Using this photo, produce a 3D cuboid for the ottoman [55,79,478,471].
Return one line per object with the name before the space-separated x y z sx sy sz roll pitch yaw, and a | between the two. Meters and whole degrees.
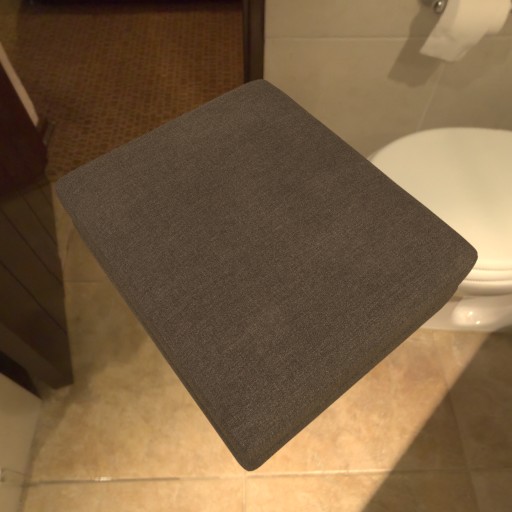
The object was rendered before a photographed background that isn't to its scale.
ottoman | 0.000 0.000 1.206 0.693 0.474 0.821 -34 64 -19
